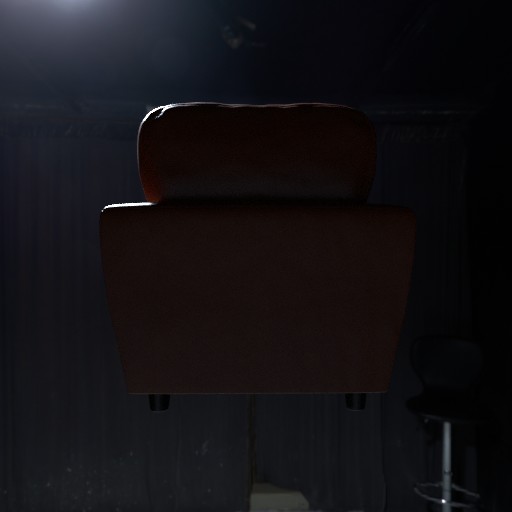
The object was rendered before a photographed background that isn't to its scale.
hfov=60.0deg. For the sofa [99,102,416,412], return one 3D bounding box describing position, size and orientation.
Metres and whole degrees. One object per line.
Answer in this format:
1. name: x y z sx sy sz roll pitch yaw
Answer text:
1. sofa: 0.000 0.000 1.527 0.836 0.876 0.789 0 0 -1
